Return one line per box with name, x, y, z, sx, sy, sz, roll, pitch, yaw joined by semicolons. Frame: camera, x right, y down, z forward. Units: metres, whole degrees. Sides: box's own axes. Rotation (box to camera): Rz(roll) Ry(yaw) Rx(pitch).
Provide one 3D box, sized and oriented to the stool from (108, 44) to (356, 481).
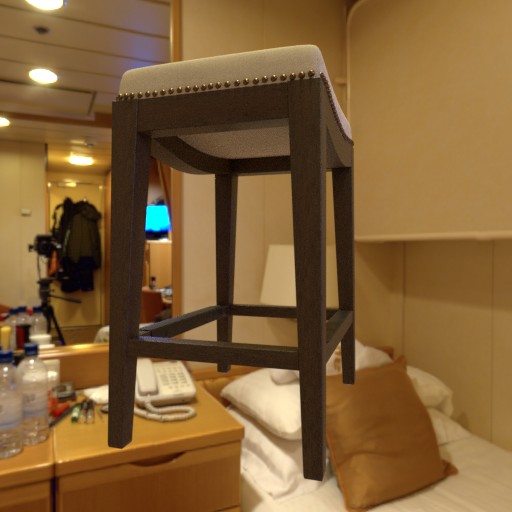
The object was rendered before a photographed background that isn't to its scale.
stool;0.000;0.000;0.917;0.361;0.642;0.500;0;1;18
